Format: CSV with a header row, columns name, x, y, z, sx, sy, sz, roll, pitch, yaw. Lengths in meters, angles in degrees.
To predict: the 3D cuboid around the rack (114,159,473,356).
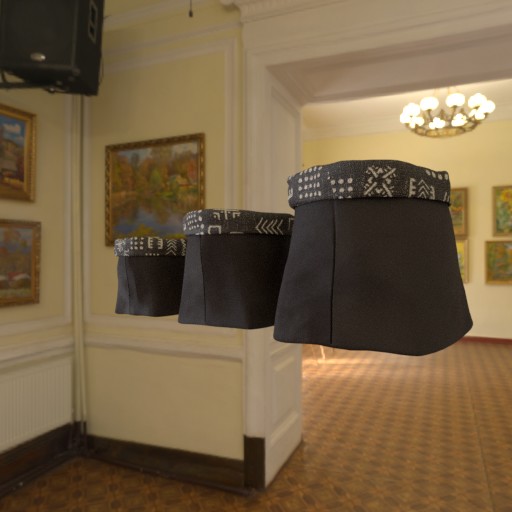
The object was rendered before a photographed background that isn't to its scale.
name,x,y,z,sx,sy,sz,roll,pitch,yaw
rack,0.000,0.000,1.063,0.905,0.323,0.379,0,0,36
